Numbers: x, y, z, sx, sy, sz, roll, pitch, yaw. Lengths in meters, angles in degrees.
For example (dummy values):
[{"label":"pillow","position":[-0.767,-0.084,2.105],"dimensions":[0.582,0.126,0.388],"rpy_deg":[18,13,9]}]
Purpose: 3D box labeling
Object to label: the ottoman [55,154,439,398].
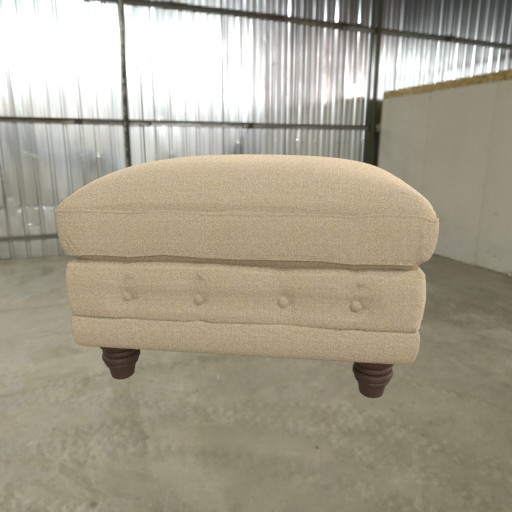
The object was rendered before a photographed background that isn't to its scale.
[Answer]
[{"label":"ottoman","position":[0.000,0.000,1.044],"dimensions":[0.684,0.463,0.541],"rpy_deg":[2,15,8]}]
